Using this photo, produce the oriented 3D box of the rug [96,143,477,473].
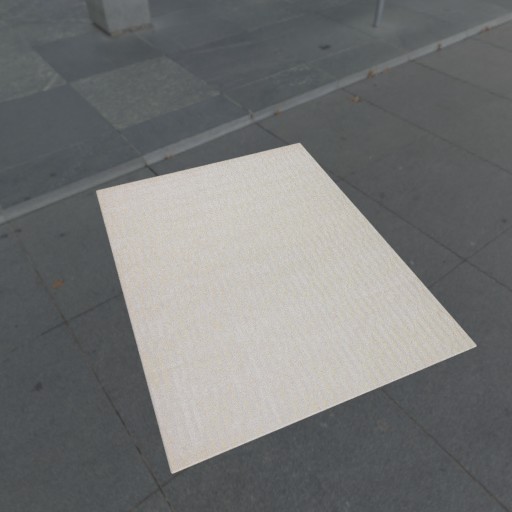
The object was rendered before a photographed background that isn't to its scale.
[{"bbox_3d":[0.000,0.000,4.053,2.410,0.021,3.055,-17,49,-15],"label":"rug"}]
